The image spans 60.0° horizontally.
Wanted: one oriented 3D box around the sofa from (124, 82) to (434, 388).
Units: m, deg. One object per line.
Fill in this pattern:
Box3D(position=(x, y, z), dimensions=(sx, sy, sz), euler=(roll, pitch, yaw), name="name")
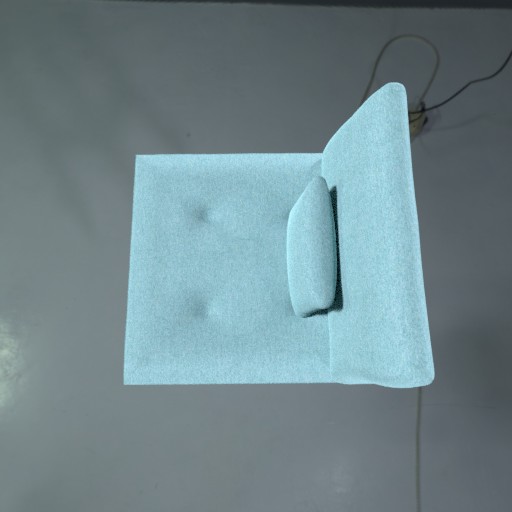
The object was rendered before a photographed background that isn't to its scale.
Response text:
Box3D(position=(0.000, 0.000, 1.649), dimensions=(1.000, 0.820, 0.930), euler=(-1, 76, 0), name="sofa")
